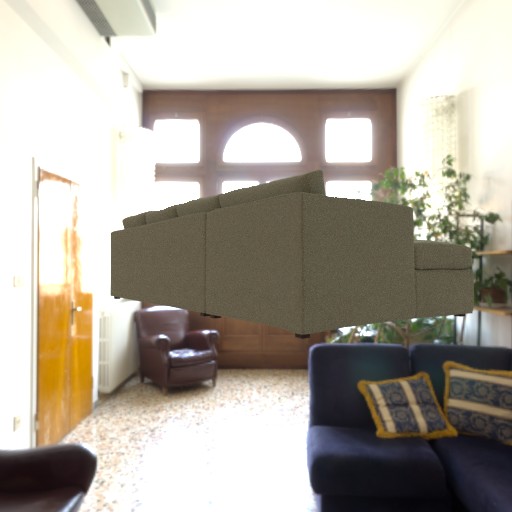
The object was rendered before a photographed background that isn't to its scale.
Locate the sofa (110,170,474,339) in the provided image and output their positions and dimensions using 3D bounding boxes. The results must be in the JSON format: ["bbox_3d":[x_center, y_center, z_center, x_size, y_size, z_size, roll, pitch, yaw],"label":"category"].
[{"bbox_3d":[0.000,0.000,3.977,1.650,0.922,3.205,1,-2,-35],"label":"sofa"}]
